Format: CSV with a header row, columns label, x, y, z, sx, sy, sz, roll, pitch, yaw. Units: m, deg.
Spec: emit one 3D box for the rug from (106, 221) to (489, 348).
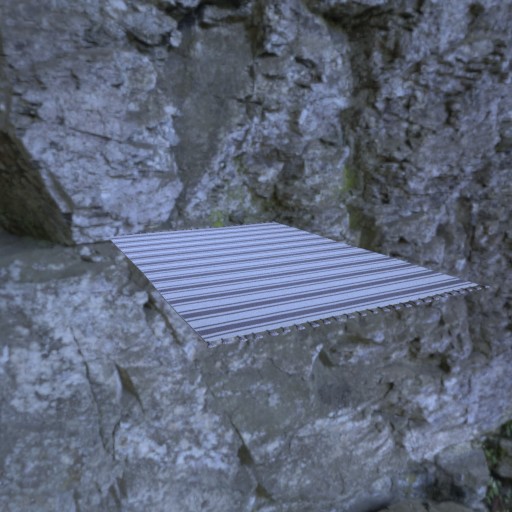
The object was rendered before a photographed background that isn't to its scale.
label,x,y,z,sx,sy,sz,roll,pitch,yaw
rug,0.000,0.000,3.831,2.030,0.017,3.040,-7,16,-26
